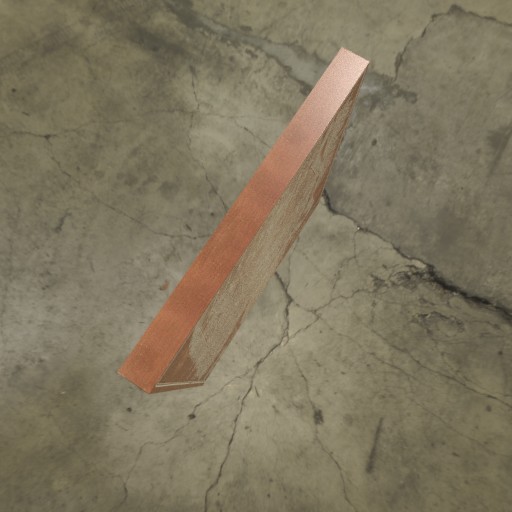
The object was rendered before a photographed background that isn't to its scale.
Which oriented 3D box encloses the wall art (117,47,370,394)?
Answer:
[{"bbox_3d":[0.000,0.000,0.626,0.035,0.403,0.403,31,77,8],"label":"wall art"}]
